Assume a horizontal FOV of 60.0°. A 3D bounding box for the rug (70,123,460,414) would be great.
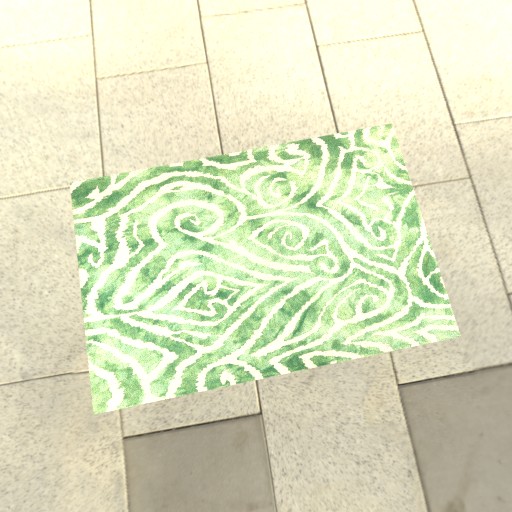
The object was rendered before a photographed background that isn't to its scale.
[{"bbox_3d":[0.000,0.000,2.313,1.826,0.006,1.220,-11,75,-3],"label":"rug"}]
